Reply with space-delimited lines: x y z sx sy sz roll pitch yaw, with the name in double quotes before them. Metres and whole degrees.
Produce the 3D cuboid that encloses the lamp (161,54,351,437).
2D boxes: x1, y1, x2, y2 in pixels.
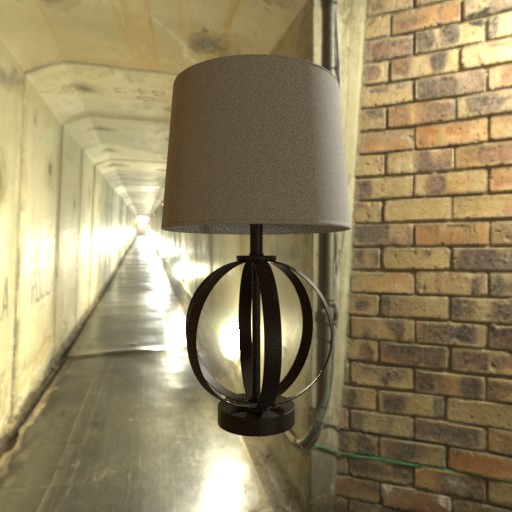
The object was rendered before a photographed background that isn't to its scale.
"lamp" 0.000 0.000 0.685 0.286 0.510 0.286 0 0 0
